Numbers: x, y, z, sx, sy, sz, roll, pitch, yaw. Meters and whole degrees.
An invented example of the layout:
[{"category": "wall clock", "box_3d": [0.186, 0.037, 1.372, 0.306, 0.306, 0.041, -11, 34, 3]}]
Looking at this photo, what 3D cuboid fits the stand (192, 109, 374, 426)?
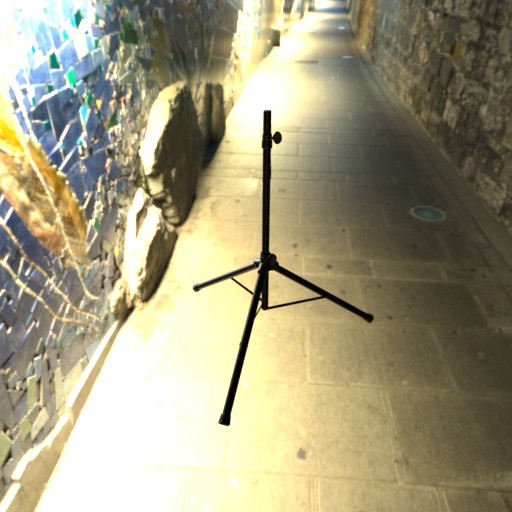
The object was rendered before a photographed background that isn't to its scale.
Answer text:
[{"category": "stand", "box_3d": [0.000, 0.000, 1.882, 1.045, 1.136, 0.907, 10, 33, 15]}]
